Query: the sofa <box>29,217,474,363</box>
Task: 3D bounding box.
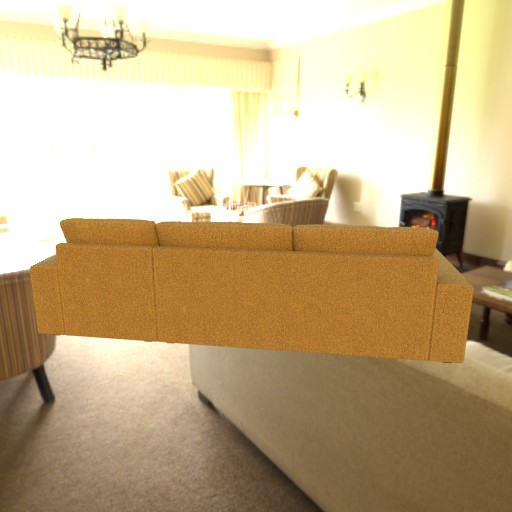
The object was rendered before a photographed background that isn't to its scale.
[{"bbox_3d":[0.000,0.000,3.494,2.718,0.813,1.689,2,15,8],"label":"sofa"}]
